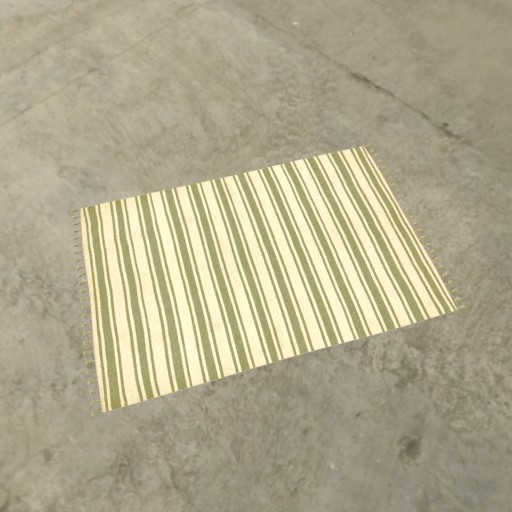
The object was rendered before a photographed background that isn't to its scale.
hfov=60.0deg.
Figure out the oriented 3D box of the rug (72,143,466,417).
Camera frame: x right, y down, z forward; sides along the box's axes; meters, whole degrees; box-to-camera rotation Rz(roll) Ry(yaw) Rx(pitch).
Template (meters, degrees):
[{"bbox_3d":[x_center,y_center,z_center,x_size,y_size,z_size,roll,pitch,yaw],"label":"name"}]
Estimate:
[{"bbox_3d":[0.000,0.000,3.087,2.435,0.018,1.540,-14,60,-8],"label":"rug"}]
